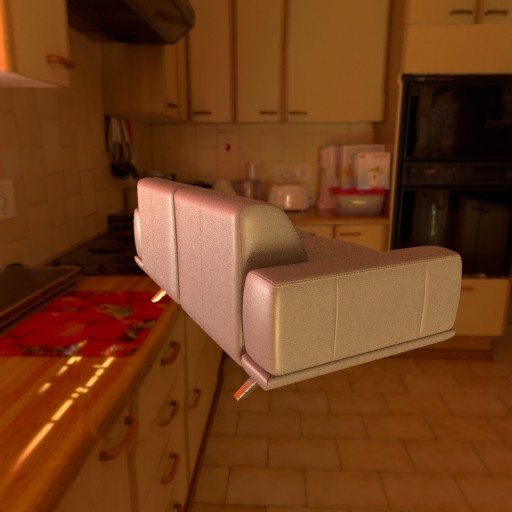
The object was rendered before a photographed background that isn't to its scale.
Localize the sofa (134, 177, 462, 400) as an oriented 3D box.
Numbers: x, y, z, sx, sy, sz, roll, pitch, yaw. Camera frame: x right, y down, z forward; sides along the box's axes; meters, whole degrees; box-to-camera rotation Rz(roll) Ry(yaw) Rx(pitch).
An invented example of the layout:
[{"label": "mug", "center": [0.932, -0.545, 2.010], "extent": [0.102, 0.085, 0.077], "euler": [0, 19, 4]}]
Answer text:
[{"label": "sofa", "center": [0.000, 0.000, 2.373], "extent": [0.900, 0.772, 1.901], "euler": [-7, 16, -27]}]
